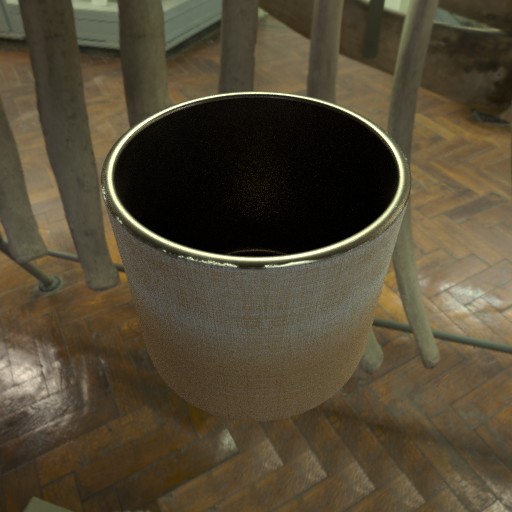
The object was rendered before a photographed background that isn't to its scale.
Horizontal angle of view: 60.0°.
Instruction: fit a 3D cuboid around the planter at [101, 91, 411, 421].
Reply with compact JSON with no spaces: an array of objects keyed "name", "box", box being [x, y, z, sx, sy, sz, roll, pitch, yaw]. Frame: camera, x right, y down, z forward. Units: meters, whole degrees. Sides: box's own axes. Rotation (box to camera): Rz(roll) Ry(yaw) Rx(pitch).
[{"name":"planter","box":[0.000,0.000,0.387,0.221,0.201,0.221,0,45,0]}]
